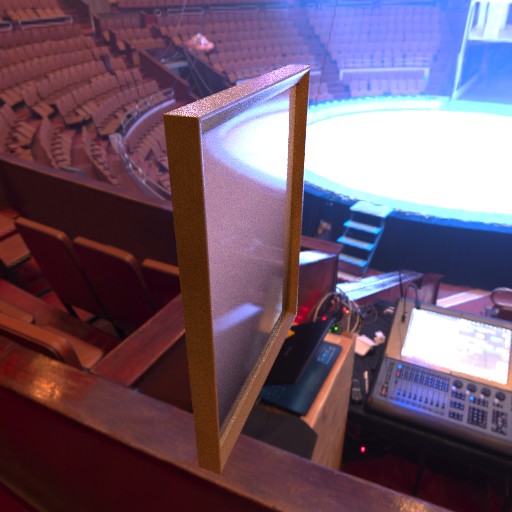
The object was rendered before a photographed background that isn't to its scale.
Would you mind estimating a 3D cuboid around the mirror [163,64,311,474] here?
[{"bbox_3d":[0.000,0.000,0.691,0.041,0.509,0.406,10,31,18],"label":"mirror"}]
